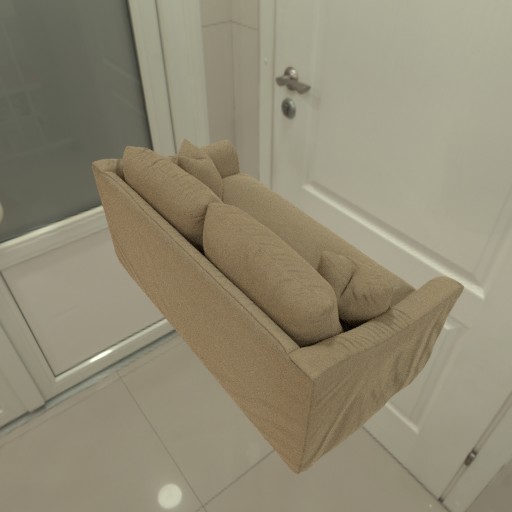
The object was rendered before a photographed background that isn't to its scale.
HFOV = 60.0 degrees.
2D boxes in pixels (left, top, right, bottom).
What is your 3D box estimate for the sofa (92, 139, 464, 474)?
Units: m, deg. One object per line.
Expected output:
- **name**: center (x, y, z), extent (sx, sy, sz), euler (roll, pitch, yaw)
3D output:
- **sofa**: center (0.000, 0.000, 2.634), extent (1.072, 1.018, 2.010), euler (-27, 48, -28)
